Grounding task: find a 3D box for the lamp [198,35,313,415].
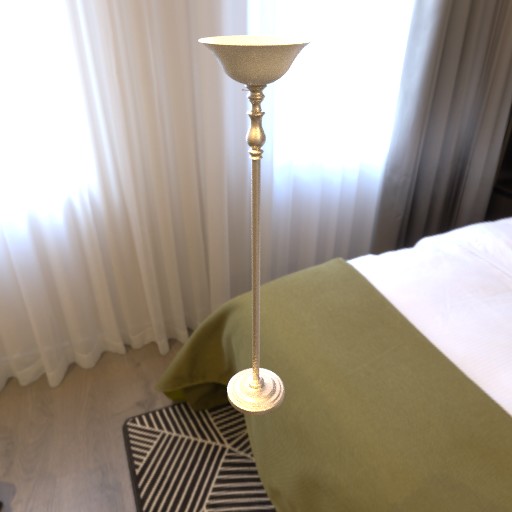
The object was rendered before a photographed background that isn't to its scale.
[{"bbox_3d":[0.000,0.000,2.014,0.405,1.771,0.405,21,36,31],"label":"lamp"}]
